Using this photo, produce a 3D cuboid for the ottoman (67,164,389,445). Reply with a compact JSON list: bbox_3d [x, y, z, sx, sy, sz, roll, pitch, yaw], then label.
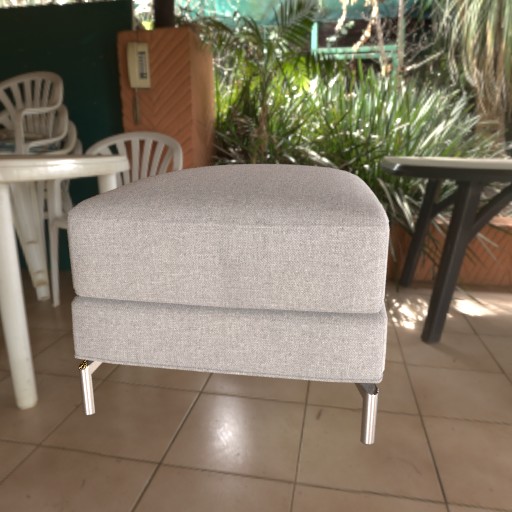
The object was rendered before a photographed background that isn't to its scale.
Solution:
[{"bbox_3d":[0.000,0.000,1.149,0.584,0.457,0.838,2,14,9],"label":"ottoman"}]
